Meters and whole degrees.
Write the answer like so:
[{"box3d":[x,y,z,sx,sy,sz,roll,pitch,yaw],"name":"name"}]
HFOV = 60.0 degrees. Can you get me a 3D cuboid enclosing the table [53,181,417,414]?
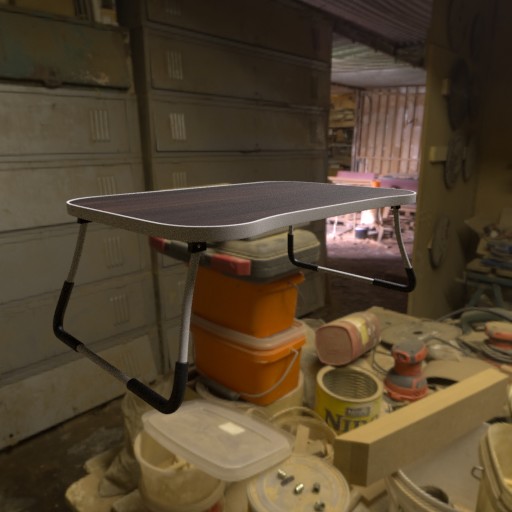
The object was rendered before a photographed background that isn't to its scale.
[{"box3d":[0.000,0.000,0.853,0.400,0.232,0.660,14,20,43],"name":"table"}]
